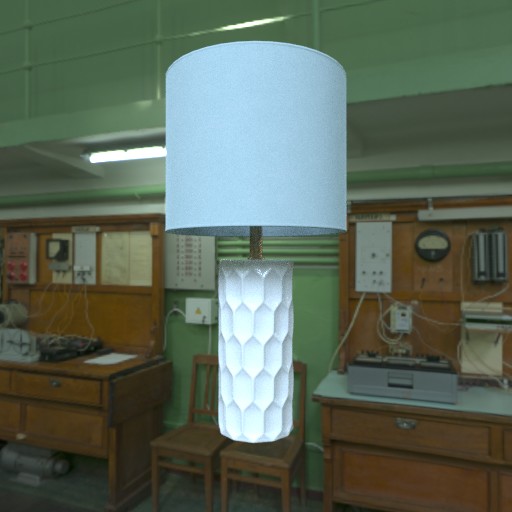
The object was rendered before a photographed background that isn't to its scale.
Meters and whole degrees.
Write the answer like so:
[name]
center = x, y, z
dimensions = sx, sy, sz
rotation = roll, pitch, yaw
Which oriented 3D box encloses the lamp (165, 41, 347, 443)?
[lamp]
center = 0.000, 0.000, 0.689
dimensions = 0.277, 0.534, 0.277
rotation = 0, 0, 19
